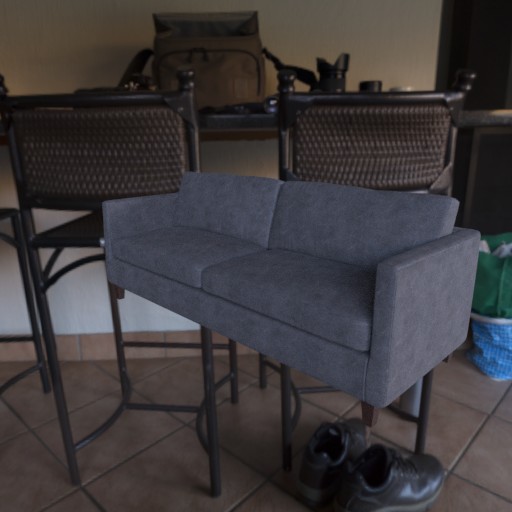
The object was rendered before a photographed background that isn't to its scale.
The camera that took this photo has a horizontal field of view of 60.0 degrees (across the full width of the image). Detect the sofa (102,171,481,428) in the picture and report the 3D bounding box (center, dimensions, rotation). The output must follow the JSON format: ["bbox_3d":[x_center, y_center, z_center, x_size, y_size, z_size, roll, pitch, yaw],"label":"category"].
[{"bbox_3d":[0.000,0.000,2.890,2.434,0.965,0.951,15,21,43],"label":"sofa"}]
